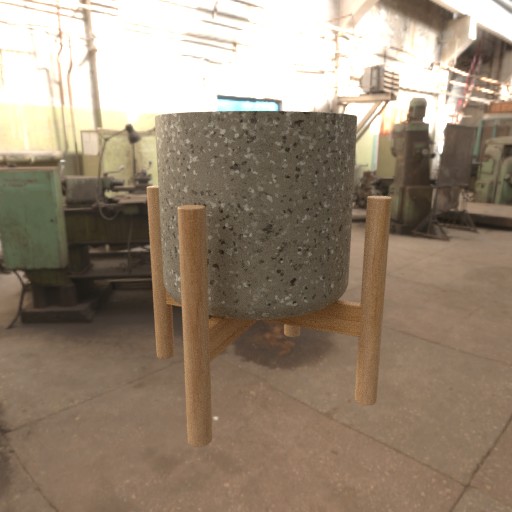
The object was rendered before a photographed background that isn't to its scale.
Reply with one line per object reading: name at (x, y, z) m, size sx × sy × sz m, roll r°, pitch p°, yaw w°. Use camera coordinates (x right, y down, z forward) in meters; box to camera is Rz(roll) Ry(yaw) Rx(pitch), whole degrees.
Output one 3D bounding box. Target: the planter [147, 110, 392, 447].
planter at (0.000, 0.000, 0.536) m, size 0.284 × 0.320 × 0.284 m, roll -13°, pitch 19°, yaw -42°
